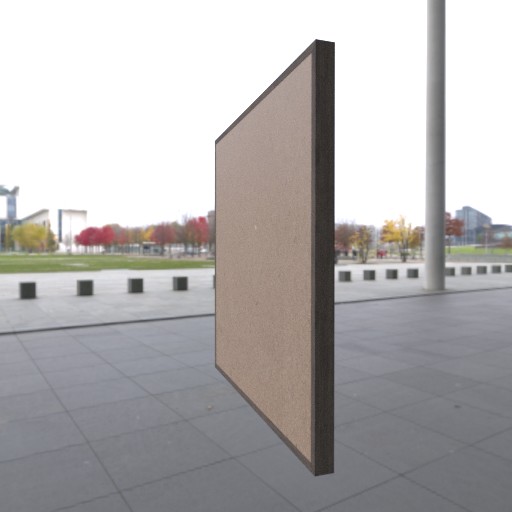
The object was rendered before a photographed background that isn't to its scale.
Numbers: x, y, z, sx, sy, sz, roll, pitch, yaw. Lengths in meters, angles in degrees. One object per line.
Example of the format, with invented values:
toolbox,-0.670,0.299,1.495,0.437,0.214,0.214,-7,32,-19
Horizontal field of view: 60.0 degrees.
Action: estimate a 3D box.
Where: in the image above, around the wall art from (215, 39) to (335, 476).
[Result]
wall art,0.000,0.000,1.138,0.038,0.762,0.762,0,1,-19
